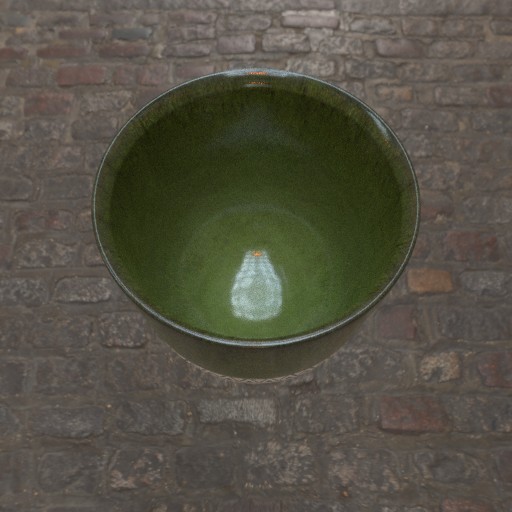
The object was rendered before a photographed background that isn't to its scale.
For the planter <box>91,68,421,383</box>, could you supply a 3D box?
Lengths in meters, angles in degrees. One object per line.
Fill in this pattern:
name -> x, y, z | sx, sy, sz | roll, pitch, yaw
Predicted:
planter -> 0.000, 0.000, 0.482 | 0.266, 0.270, 0.266 | 0, 65, 0
